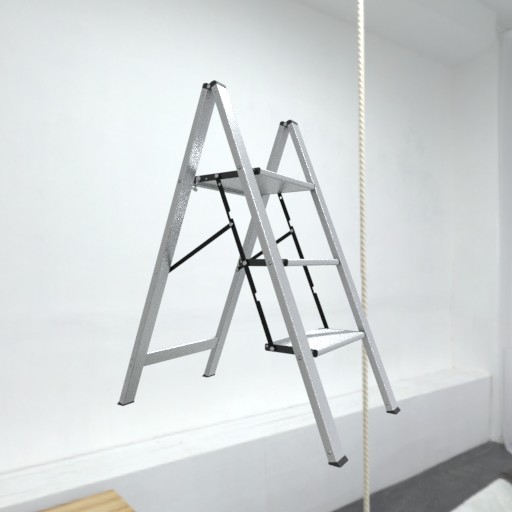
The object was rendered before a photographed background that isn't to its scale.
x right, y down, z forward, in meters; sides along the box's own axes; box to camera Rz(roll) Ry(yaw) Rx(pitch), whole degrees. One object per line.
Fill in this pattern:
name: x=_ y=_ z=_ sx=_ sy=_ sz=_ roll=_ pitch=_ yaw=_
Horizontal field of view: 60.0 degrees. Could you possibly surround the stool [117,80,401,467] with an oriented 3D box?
stool: x=0.000 y=0.000 z=1.326 sx=0.730 sy=0.902 sz=0.441 roll=0 pitch=-1 yaw=34
